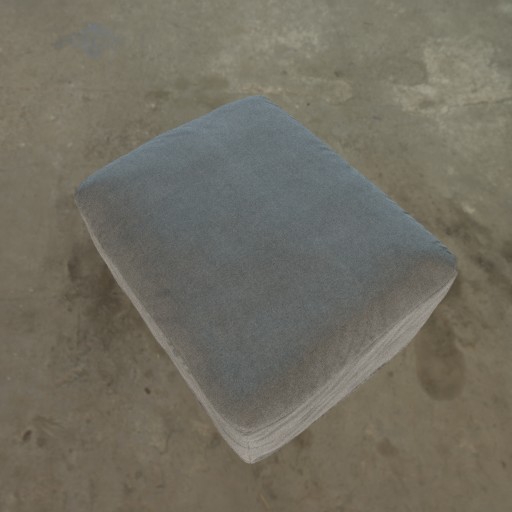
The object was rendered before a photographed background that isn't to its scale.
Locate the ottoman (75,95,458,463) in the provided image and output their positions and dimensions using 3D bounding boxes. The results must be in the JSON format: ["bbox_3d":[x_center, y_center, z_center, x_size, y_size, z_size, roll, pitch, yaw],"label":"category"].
[{"bbox_3d":[0.000,0.000,1.236,0.683,0.481,0.837,-33,64,-19],"label":"ottoman"}]
